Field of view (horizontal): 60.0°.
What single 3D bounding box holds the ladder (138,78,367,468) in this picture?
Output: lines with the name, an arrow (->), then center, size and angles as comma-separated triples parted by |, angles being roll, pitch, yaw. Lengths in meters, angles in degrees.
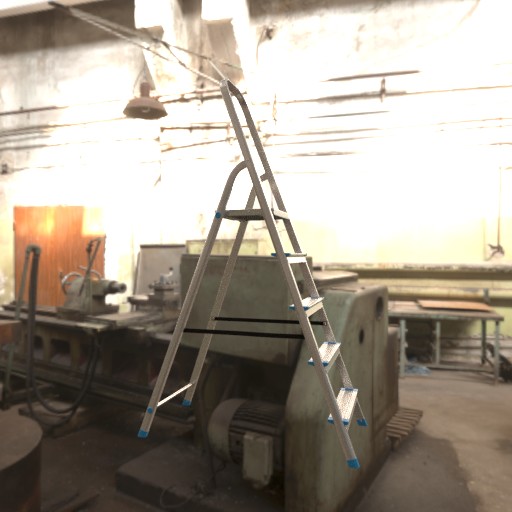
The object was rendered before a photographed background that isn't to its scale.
ladder -> 0.000, 0.000, 2.089 | 0.990, 1.648, 0.468 | 0, 0, 18
